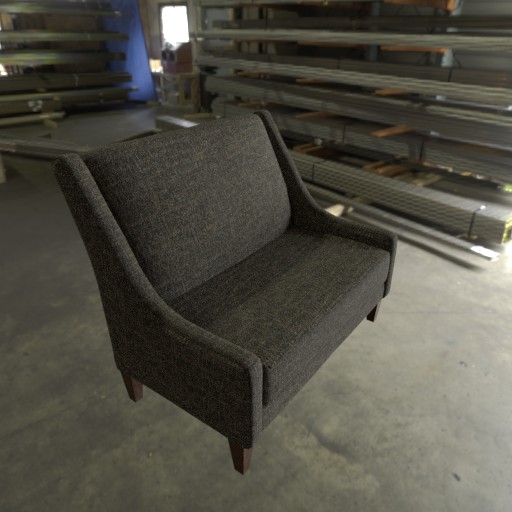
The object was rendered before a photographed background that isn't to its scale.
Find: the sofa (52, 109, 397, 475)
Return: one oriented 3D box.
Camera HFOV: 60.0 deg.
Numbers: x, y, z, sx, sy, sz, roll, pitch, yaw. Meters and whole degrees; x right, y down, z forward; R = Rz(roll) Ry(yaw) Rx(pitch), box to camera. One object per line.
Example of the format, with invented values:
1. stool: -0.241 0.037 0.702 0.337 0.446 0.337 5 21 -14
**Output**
1. sofa: 0.000 0.000 1.940 0.870 1.021 1.242 19 33 32
